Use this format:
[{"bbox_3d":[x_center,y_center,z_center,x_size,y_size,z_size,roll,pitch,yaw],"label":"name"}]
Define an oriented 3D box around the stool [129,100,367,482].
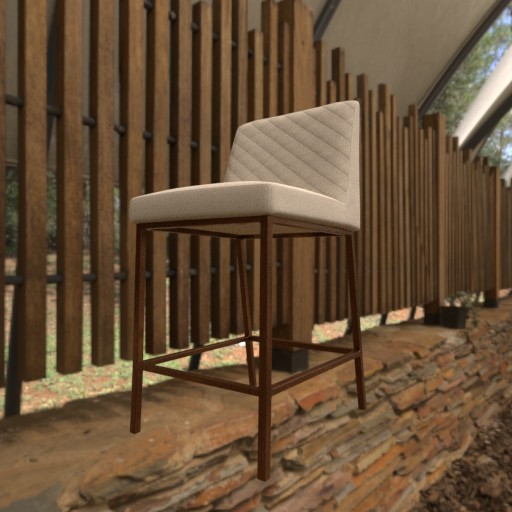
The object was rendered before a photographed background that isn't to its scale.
[{"bbox_3d":[0.000,0.000,1.315,0.507,0.973,0.576,0,0,36],"label":"stool"}]
